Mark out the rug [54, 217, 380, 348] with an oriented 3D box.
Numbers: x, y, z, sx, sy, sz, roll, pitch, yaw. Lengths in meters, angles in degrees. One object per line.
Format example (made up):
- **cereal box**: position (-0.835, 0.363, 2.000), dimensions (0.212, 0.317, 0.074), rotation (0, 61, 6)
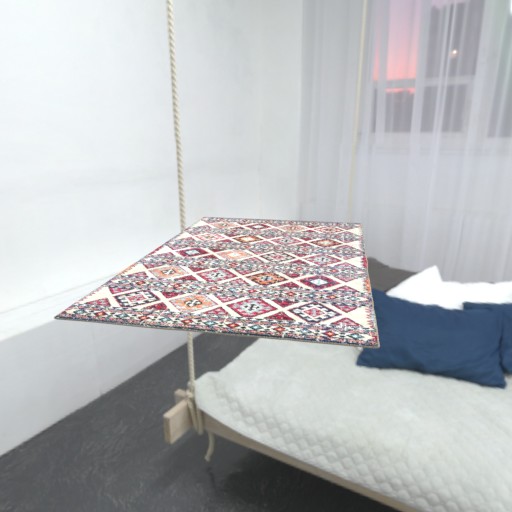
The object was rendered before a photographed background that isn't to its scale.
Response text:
- **rug**: position (0.000, 0.000, 3.149), dimensions (1.545, 0.010, 2.440), rotation (3, 17, 11)
